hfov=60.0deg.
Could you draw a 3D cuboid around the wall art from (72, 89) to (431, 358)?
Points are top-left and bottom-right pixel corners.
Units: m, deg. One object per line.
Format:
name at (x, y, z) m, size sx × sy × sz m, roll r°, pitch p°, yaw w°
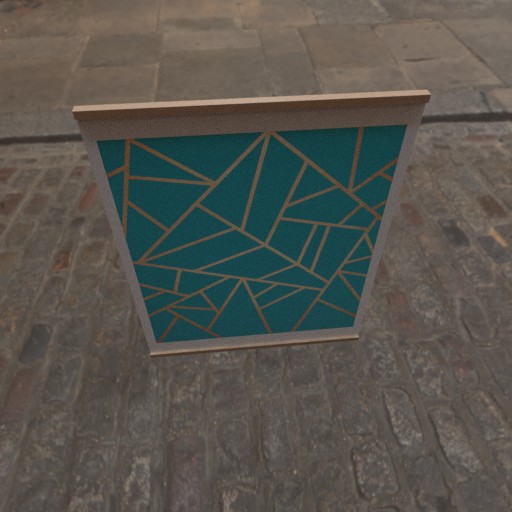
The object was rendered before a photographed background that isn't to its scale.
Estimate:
wall art at (0.000, 0.000, 0.685) m, size 0.405 × 0.508 × 0.012 m, roll -4°, pitch 46°, yaw -4°
